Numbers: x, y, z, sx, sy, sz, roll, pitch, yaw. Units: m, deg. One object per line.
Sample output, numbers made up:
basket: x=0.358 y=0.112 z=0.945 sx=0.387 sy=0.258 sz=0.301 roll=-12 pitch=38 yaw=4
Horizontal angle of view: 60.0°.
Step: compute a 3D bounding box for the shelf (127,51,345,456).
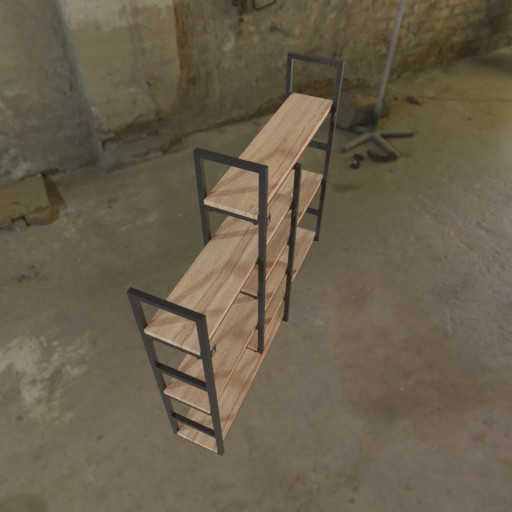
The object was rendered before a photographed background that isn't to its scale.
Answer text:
shelf: x=0.000 y=0.000 z=1.430 sx=0.183 sy=0.921 sz=0.946 roll=18 pitch=49 yaw=16
